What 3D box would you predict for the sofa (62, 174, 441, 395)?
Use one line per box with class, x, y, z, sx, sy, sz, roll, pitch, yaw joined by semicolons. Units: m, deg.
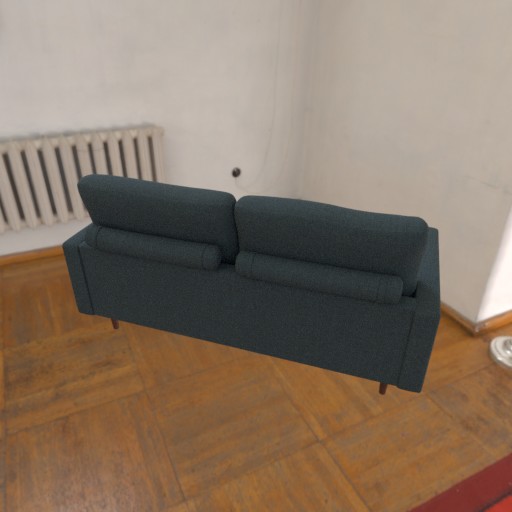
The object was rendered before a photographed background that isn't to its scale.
sofa;0.000;0.000;2.635;2.010;1.050;0.966;10;32;16
